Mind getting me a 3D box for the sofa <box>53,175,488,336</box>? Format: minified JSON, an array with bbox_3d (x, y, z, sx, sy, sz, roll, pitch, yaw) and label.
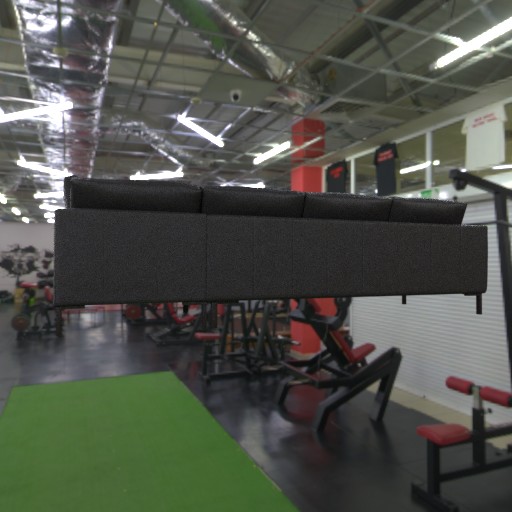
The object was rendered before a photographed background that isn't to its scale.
[{"bbox_3d":[0.000,0.000,3.673,2.984,0.877,1.938,0,-1,-20],"label":"sofa"}]
